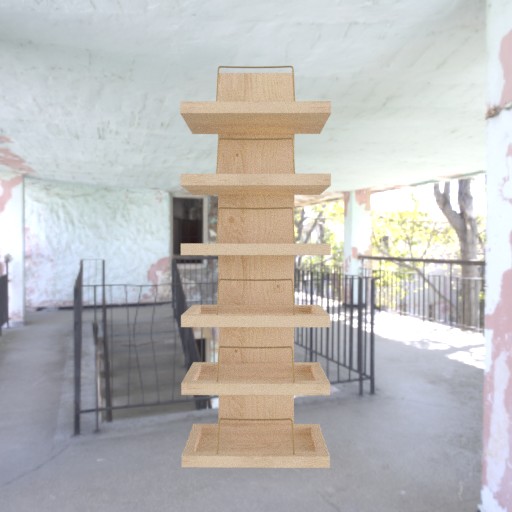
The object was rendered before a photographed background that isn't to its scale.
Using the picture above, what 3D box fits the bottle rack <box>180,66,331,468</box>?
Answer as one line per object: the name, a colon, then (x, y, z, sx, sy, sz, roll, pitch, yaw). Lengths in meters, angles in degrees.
bottle rack: (0.000, 0.000, 1.080, 0.330, 0.943, 0.206, 0, 1, 0)
